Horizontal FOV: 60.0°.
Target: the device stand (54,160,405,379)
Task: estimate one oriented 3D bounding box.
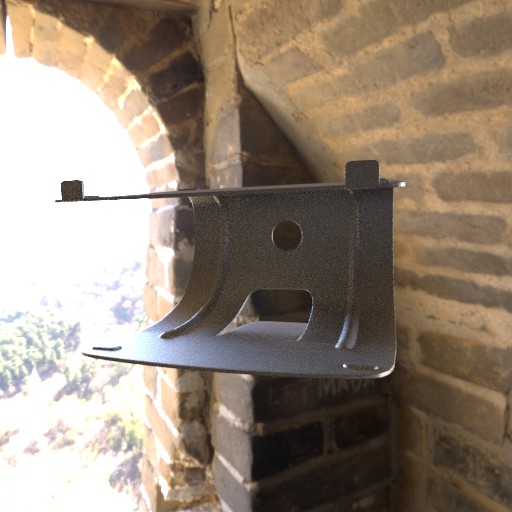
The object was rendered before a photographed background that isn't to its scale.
[{"bbox_3d":[0.000,0.000,0.403,0.256,0.155,0.236,0,0,18],"label":"device stand"}]
